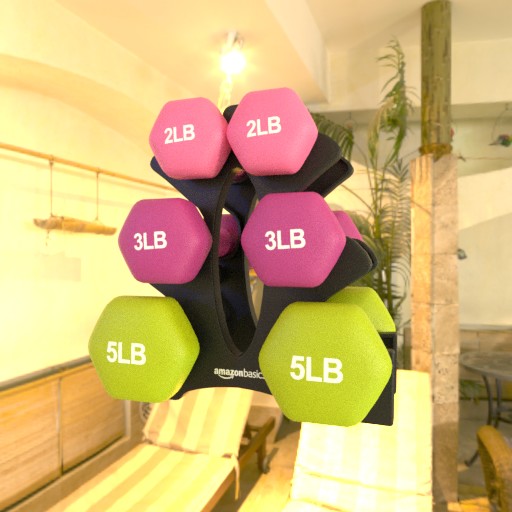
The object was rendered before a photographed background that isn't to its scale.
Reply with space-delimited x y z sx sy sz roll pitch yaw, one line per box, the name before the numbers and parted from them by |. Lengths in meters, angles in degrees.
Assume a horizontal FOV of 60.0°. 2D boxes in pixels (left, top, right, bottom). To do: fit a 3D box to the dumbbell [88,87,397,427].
dumbbell | 0.000 0.000 0.425 0.257 0.261 0.203 0 1 19
